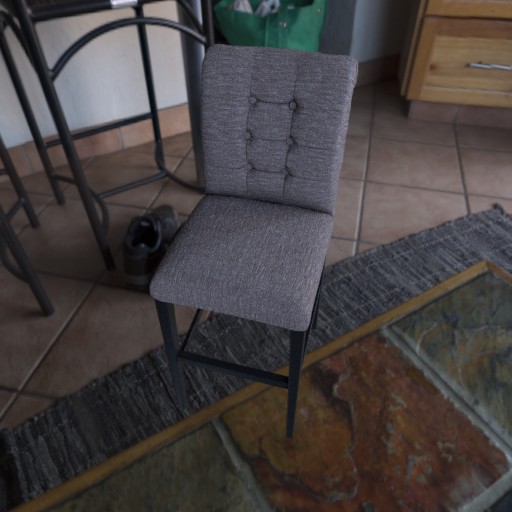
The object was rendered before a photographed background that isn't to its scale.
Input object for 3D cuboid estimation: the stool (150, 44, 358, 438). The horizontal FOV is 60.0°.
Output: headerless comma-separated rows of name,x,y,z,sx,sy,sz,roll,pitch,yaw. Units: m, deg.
stool,0.000,0.000,1.447,0.452,1.131,0.613,11,43,12
